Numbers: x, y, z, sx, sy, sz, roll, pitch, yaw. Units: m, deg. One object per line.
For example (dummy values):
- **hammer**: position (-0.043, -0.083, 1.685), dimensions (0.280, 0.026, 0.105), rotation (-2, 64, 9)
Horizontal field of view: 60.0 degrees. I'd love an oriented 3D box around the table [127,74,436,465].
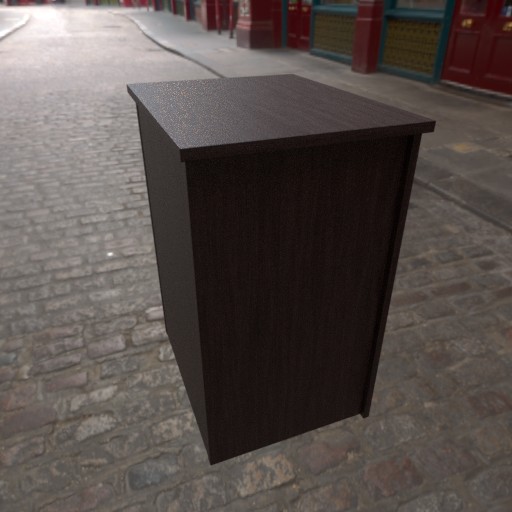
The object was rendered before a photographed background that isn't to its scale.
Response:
- **table**: position (0.000, 0.000, 0.934), dimensions (0.381, 0.635, 0.480), rotation (-11, 32, -18)
